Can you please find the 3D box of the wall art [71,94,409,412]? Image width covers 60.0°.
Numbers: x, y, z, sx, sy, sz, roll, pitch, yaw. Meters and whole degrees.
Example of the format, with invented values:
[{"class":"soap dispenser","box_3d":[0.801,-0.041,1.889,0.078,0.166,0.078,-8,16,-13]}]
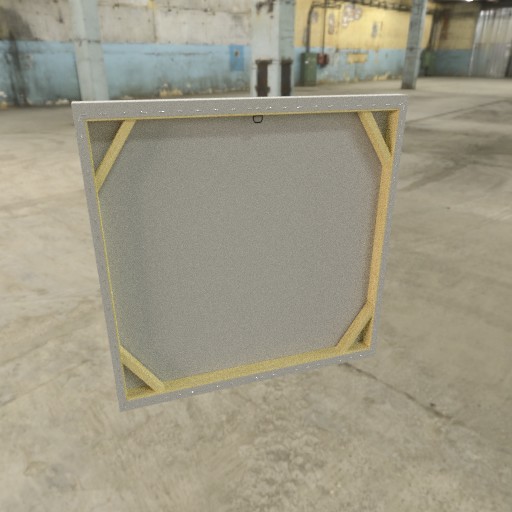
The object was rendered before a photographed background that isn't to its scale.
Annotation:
[{"class":"wall art","box_3d":[0.000,0.000,0.905,0.610,0.610,0.038,-8,25,-17]}]
